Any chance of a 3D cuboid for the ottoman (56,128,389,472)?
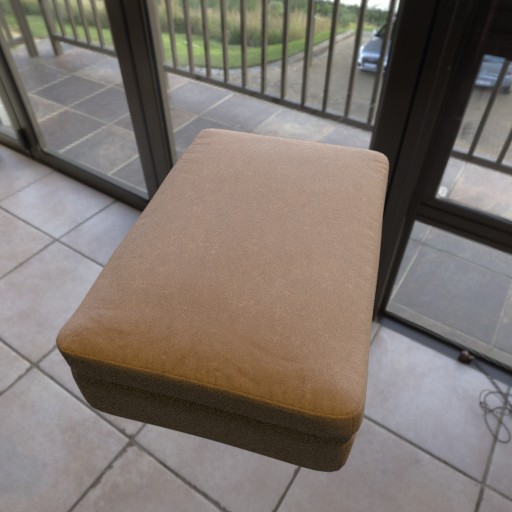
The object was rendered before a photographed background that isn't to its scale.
[{"bbox_3d":[0.000,0.000,1.578,0.840,0.429,1.199,11,46,10],"label":"ottoman"}]
